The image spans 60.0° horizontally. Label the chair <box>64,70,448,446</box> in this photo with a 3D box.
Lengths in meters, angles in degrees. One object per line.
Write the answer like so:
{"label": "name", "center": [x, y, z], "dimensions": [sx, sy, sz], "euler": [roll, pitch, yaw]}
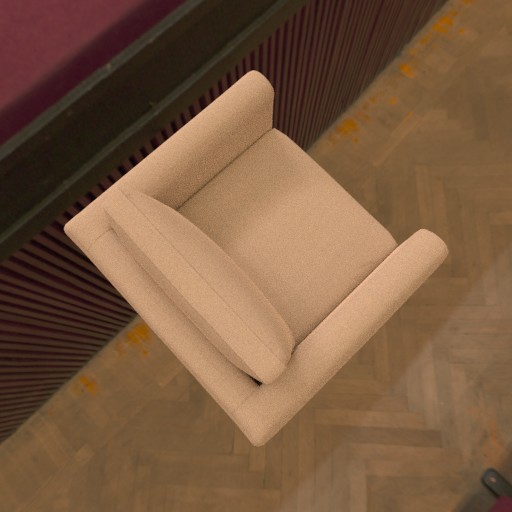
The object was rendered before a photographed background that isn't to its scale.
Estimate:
{"label": "chair", "center": [0.000, 0.000, 1.700], "dimensions": [0.896, 0.915, 0.982], "euler": [-43, 80, -9]}
